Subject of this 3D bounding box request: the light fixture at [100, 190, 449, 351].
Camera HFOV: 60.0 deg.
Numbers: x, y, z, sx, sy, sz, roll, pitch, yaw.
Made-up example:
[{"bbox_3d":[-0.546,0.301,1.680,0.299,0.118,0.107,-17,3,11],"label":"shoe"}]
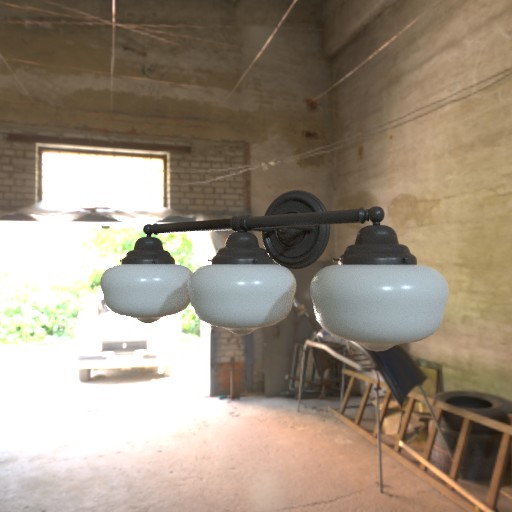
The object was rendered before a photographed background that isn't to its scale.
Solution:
[{"bbox_3d":[0.000,0.000,0.705,0.587,0.242,0.239,-1,-1,36],"label":"light fixture"}]
